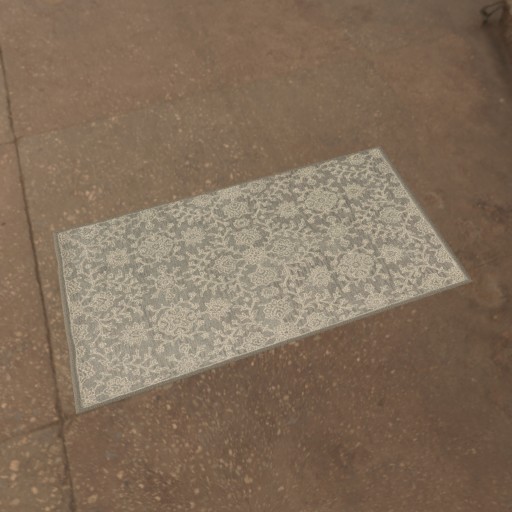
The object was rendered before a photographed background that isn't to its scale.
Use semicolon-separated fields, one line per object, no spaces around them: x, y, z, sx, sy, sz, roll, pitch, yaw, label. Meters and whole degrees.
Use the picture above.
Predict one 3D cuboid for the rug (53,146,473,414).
0.000;0.000;3.574;3.048;0.011;1.546;-16;60;-10;rug
